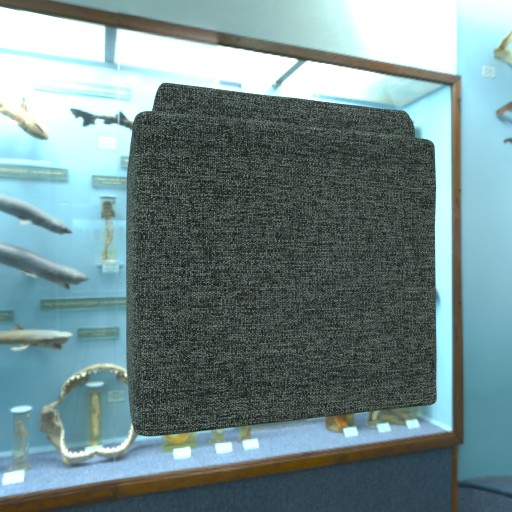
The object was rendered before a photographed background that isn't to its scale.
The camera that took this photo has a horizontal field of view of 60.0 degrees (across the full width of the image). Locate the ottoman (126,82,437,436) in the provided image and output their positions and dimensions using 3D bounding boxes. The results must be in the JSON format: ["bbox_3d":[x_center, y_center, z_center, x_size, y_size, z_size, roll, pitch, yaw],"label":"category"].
[{"bbox_3d":[0.000,0.000,0.807,0.450,0.463,0.450,0,-1,-17],"label":"ottoman"}]
